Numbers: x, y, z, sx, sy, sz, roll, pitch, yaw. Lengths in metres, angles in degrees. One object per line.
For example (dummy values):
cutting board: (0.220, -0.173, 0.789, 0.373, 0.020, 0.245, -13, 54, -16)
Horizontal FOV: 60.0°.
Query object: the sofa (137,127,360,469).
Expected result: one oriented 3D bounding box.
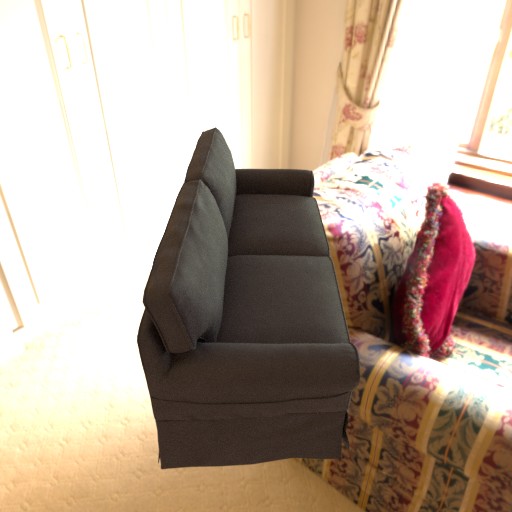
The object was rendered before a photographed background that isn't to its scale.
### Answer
sofa: (0.000, 0.000, 2.844, 0.983, 1.094, 2.256, 0, 33, 1)
